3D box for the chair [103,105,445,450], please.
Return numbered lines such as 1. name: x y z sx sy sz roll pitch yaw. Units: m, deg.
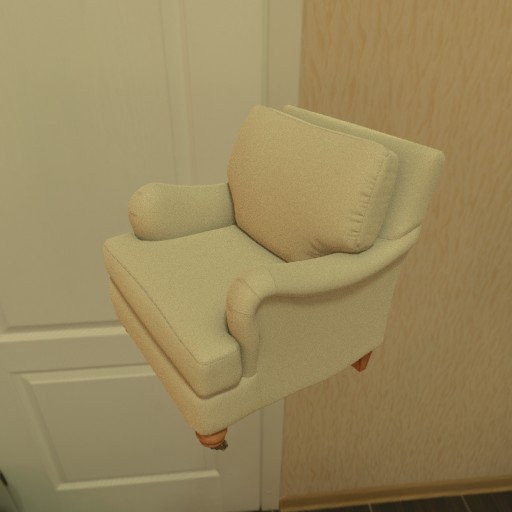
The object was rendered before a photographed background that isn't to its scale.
1. chair: 0.000 0.000 1.867 1.070 1.038 0.955 -20 37 -29
